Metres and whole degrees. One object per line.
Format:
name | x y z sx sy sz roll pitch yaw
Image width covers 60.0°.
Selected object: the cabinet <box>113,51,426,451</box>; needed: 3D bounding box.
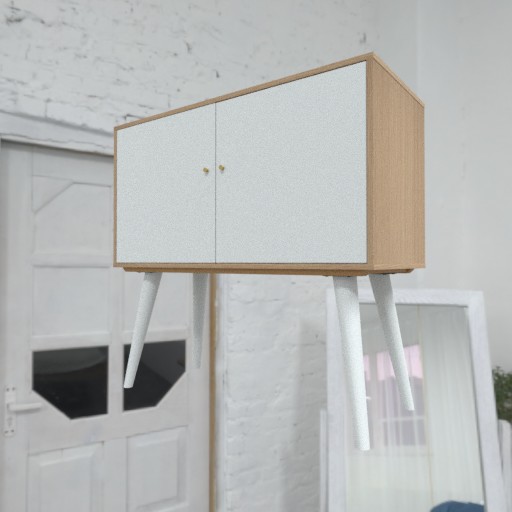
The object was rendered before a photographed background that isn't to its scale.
cabinet | 0.000 0.000 1.600 1.057 1.016 0.470 -1 -1 36
